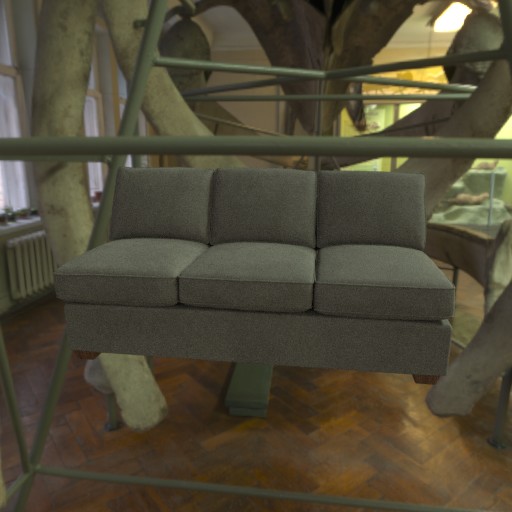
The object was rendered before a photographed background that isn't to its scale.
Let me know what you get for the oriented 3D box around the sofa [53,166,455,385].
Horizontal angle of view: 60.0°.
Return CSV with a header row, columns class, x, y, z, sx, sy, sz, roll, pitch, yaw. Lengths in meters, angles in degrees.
class,x,y,z,sx,sy,sz,roll,pitch,yaw
sofa,0.000,0.000,2.551,1.962,0.973,1.027,2,14,8
